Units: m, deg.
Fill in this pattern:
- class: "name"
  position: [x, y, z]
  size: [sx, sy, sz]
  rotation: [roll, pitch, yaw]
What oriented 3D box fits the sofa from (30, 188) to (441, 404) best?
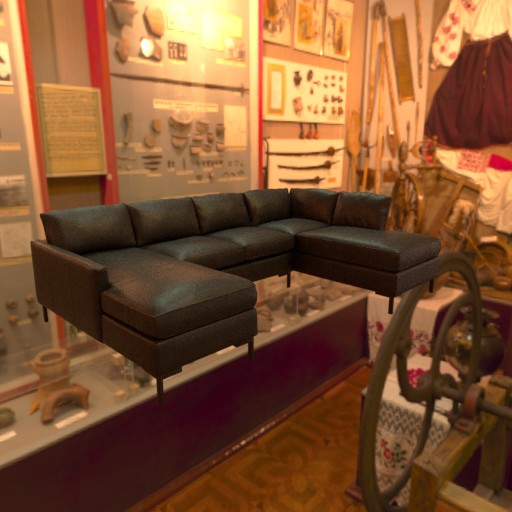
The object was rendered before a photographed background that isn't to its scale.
- class: "sofa"
  position: [0.000, 0.000, 3.747]
  size: [1.939, 0.900, 2.956]
  rotation: [14, 19, 43]
